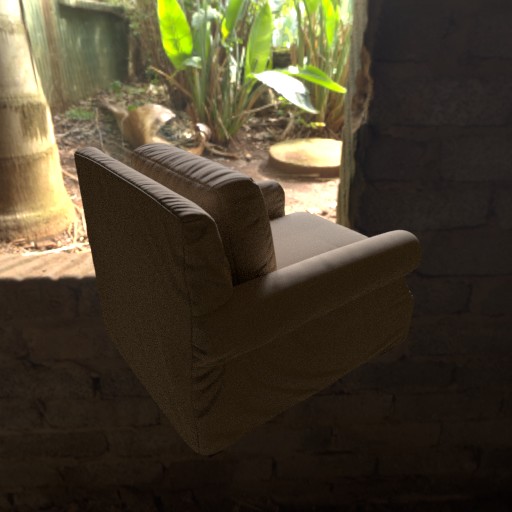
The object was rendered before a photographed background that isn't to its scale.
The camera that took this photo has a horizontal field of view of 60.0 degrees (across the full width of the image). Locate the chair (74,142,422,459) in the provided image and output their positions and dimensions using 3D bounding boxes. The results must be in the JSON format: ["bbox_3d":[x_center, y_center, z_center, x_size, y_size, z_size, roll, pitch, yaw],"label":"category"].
[{"bbox_3d":[0.000,0.000,1.726,1.066,0.866,0.940,-19,32,-32],"label":"chair"}]
